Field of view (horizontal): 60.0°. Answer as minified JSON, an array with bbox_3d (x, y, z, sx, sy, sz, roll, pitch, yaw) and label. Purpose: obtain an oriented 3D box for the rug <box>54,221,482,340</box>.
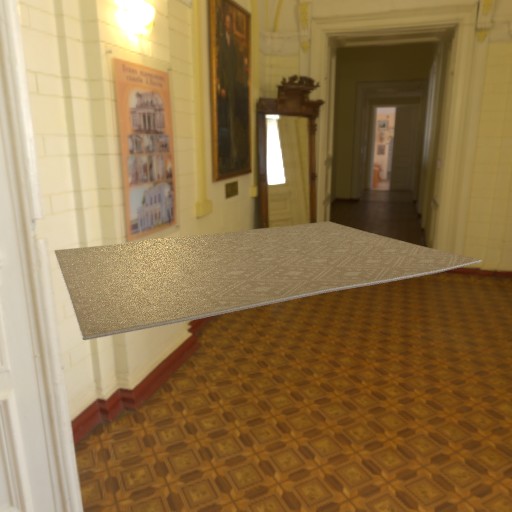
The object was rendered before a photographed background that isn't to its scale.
[{"bbox_3d":[0.000,0.000,2.280,1.829,0.034,1.252,-7,16,-26],"label":"rug"}]
